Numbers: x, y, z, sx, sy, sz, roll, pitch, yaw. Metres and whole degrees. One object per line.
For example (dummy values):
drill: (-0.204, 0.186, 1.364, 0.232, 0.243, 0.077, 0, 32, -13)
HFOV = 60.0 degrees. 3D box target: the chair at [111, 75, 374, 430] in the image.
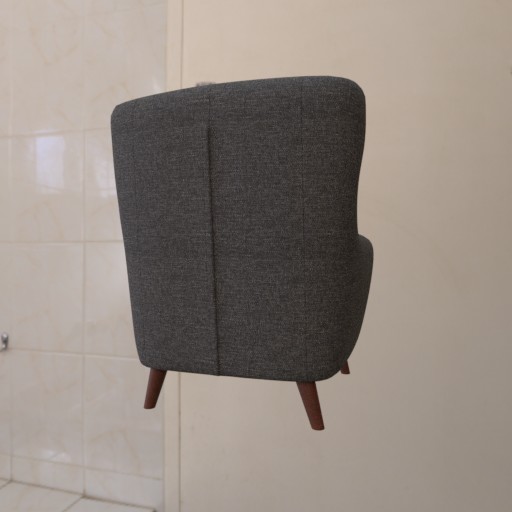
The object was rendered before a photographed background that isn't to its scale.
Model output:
chair: (0.000, 0.000, 1.736, 0.878, 1.063, 0.904, 0, 0, 18)
